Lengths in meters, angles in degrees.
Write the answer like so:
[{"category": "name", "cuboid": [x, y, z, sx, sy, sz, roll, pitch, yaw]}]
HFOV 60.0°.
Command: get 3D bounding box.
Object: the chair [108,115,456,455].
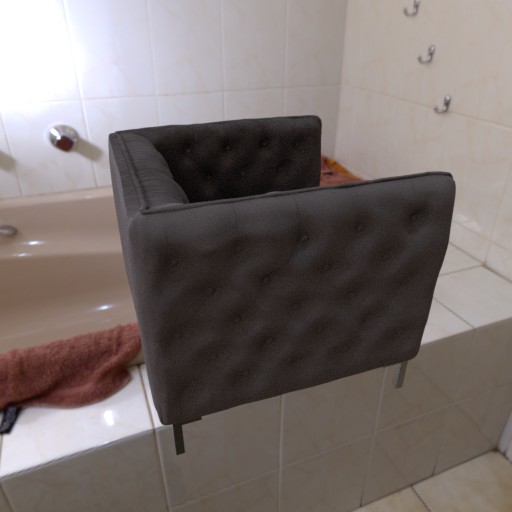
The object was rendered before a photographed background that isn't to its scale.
[{"category": "chair", "cuboid": [0.000, 0.000, 1.623, 0.913, 0.807, 0.946, -10, 31, -17]}]
